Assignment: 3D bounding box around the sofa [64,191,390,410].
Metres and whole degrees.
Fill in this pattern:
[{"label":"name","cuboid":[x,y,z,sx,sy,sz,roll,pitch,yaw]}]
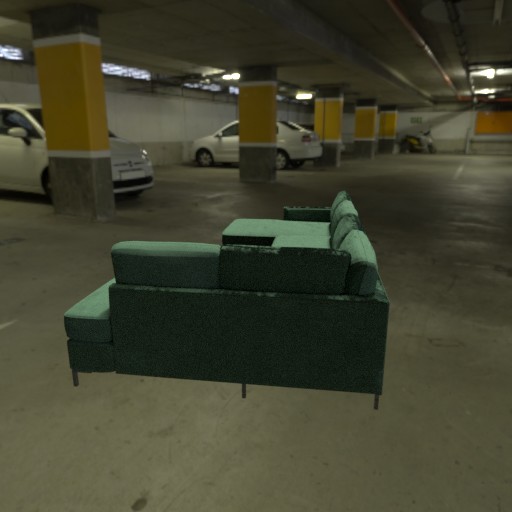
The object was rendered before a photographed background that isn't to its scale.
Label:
[{"label":"sofa","cuboid":[0.000,0.000,4.348,2.055,0.992,3.434,2,16,8]}]
